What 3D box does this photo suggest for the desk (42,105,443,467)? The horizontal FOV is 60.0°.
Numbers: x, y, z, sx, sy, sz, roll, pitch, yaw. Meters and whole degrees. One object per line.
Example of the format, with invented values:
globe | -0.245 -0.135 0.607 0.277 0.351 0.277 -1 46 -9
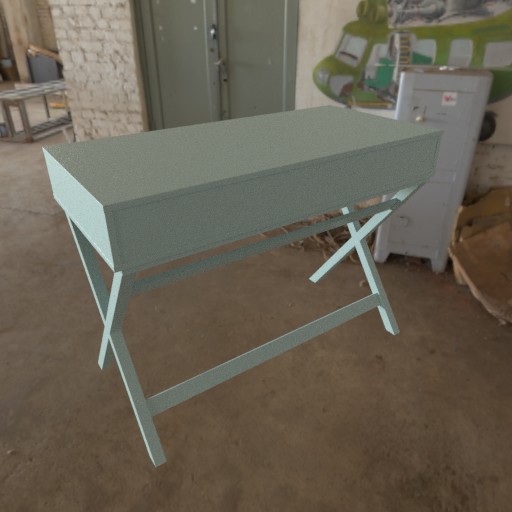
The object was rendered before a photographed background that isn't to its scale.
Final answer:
desk | 0.000 0.000 1.471 1.059 0.780 0.509 -19 34 -30
